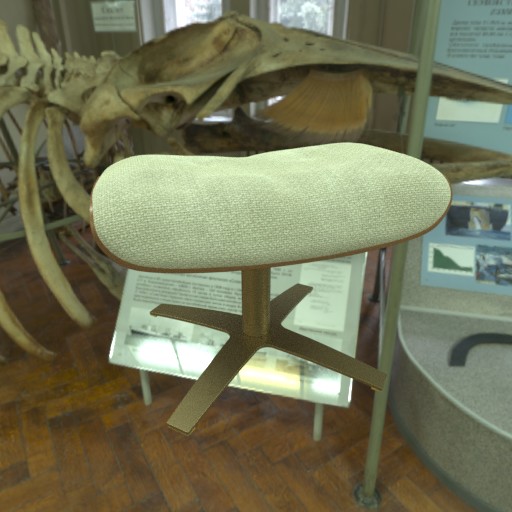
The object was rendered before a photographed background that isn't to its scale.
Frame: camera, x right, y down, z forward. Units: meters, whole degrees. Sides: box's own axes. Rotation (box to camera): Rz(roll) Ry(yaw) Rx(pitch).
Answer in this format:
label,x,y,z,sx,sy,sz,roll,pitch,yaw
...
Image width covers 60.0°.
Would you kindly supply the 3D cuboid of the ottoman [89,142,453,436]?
label,x,y,z,sx,sy,sz,roll,pitch,yaw
ottoman,0.000,0.000,0.813,0.520,0.391,0.394,-7,26,-15
